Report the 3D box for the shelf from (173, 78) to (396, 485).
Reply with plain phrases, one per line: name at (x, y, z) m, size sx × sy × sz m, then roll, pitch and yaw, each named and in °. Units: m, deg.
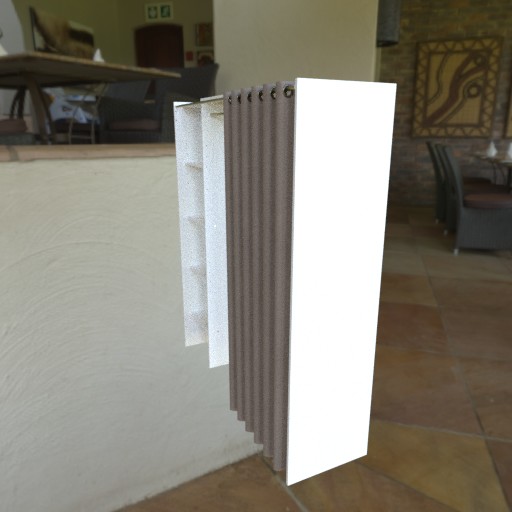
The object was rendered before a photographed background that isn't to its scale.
shelf at (0.000, 0.000, 2.656) m, size 0.500 × 1.820 × 1.600 m, roll -8°, pitch 17°, yaw -25°
